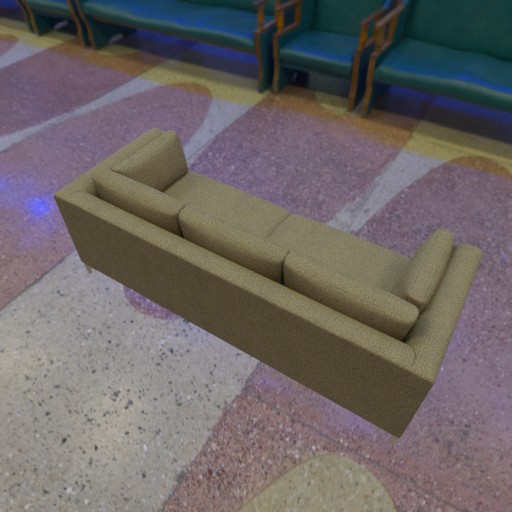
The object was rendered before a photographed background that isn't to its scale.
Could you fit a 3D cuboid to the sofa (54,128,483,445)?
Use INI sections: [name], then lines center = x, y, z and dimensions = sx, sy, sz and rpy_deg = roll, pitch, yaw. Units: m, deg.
[sofa]
center = 0.000, 0.000, 2.852
dimensions = 2.415, 0.867, 0.969
rpy_deg = 25, 52, 21
